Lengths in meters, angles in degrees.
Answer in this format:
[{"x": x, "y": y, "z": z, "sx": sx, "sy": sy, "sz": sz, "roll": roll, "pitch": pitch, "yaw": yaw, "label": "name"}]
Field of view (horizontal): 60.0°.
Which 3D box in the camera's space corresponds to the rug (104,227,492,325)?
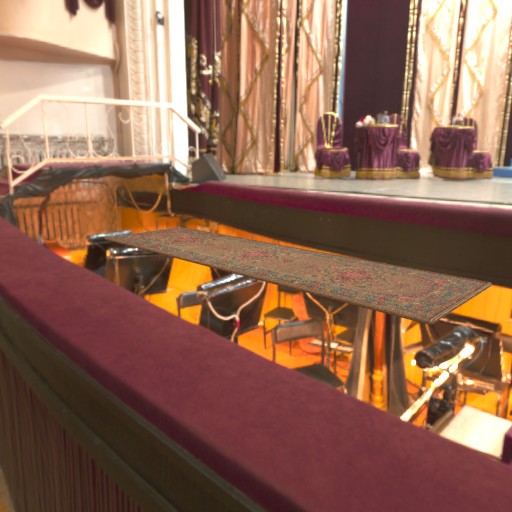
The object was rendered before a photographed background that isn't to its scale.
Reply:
[{"x": 0.000, "y": 0.000, "z": 2.521, "sx": 2.297, "sy": 0.019, "sz": 0.659, "roll": 12, "pitch": 18, "yaw": 43, "label": "rug"}]
